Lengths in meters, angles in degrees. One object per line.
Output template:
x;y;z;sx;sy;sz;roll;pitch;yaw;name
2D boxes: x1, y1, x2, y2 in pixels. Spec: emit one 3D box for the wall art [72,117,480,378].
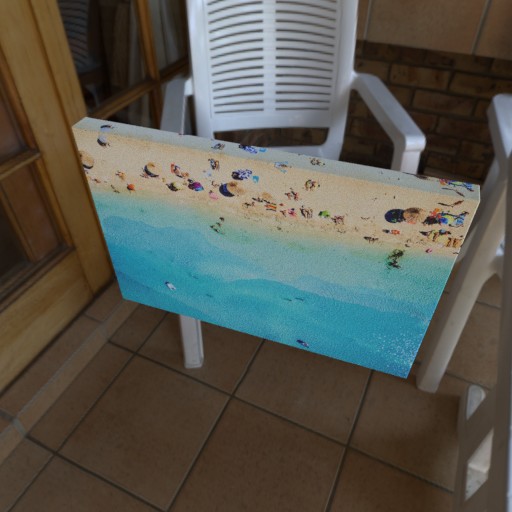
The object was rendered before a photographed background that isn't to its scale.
0.000;0.000;1.144;0.894;0.595;0.057;13;44;14;wall art
